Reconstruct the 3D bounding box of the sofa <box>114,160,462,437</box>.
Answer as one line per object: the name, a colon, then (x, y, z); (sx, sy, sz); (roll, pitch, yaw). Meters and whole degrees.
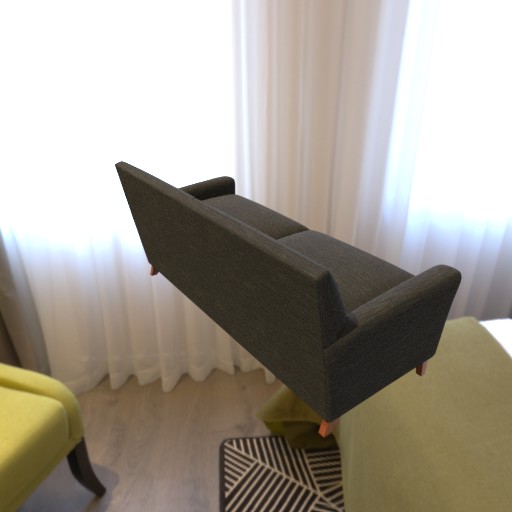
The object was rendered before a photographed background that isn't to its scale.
sofa: (0.000, 0.000, 2.543); (0.875, 0.846, 1.976); (-17, 30, -32)
